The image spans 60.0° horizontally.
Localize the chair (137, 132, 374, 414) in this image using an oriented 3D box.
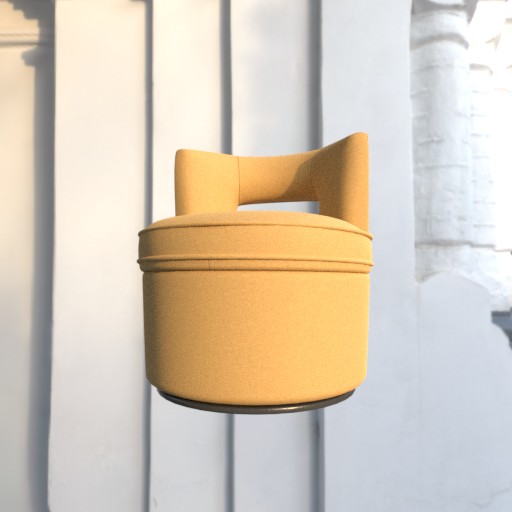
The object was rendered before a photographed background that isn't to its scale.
[{"bbox_3d":[0.000,0.000,1.264,0.650,0.723,0.665,-1,-2,18],"label":"chair"}]
